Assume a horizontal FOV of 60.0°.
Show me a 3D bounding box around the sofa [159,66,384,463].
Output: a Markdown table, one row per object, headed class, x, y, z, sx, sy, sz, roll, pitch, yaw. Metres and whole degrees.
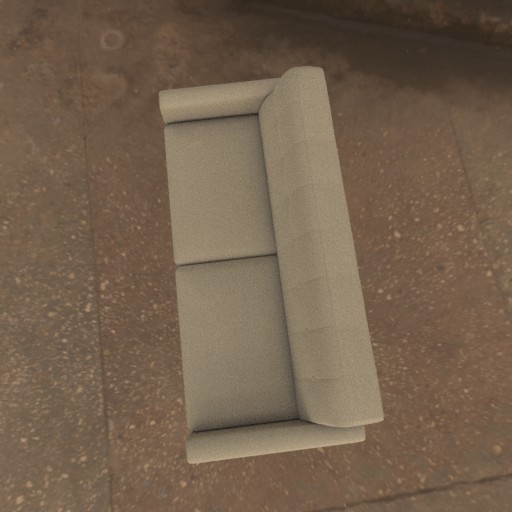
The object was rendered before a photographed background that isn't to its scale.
| class | x | y | z | sx | sy | sz | roll | pitch | yaw |
| --- | --- | --- | --- | --- | --- | --- | --- | --- | --- |
| sofa | 0.000 | 0.000 | 2.632 | 0.980 | 0.892 | 2.137 | -7 | 77 | -2 |
